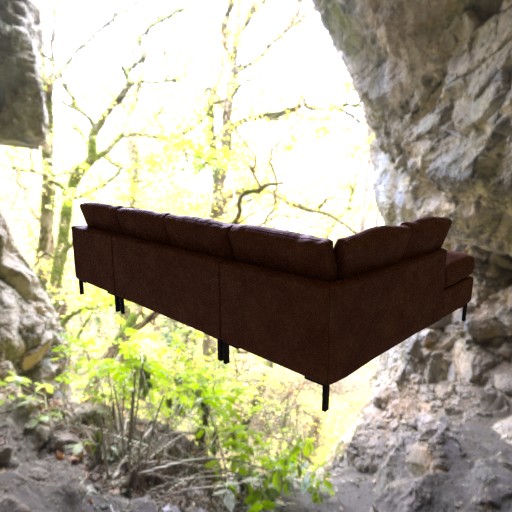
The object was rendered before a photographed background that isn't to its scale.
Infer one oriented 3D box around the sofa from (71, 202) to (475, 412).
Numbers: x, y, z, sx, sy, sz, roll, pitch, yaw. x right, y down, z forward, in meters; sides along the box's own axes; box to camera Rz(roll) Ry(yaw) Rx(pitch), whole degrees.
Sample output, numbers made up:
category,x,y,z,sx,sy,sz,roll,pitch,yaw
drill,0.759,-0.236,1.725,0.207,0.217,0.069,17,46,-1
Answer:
category,x,y,z,sx,sy,sz,roll,pitch,yaw
sofa,0.000,0.000,3.818,2.956,0.900,1.939,12,17,43
